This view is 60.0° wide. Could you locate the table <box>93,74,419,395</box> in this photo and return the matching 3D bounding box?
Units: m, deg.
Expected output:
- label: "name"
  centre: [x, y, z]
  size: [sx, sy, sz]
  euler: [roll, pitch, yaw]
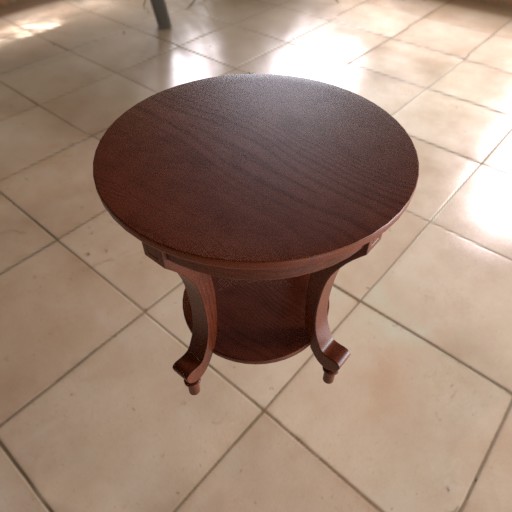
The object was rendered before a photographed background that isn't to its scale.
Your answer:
- label: "table"
  centre: [0.000, 0.000, 1.056]
  size: [0.597, 0.612, 0.597]
  euler: [0, 47, 0]
